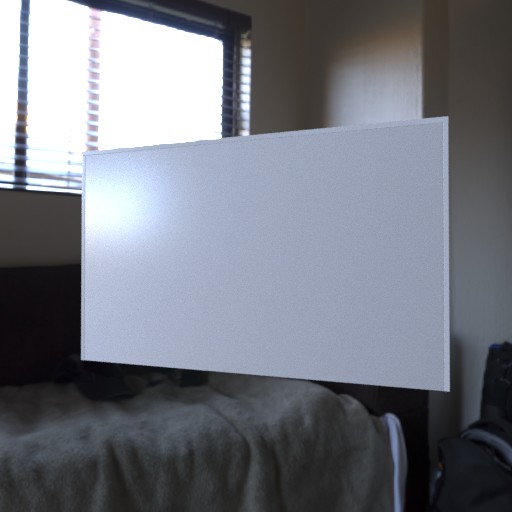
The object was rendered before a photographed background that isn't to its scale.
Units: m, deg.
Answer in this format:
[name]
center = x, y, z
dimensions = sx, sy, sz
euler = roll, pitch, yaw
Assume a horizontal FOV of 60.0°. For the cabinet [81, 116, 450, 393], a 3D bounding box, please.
[cabinet]
center = 0.000, 0.000, 1.848
dimensions = 1.450, 0.900, 0.380
euler = 0, -1, 19
